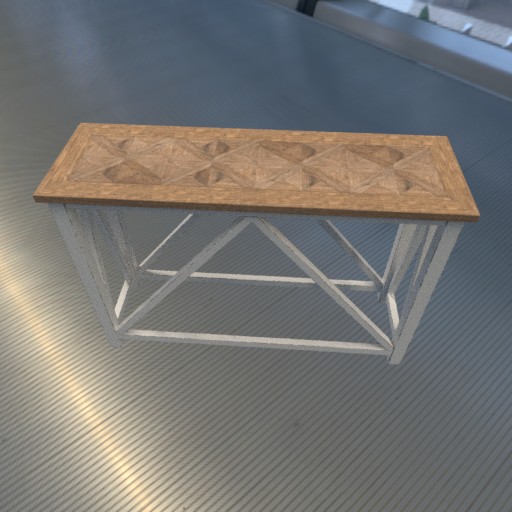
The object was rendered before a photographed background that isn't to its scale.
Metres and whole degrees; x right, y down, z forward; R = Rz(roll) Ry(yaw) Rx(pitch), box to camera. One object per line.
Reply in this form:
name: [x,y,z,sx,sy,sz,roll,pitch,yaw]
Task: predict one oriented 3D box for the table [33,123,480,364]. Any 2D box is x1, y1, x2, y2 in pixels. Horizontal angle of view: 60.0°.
table: [0.000,0.000,1.872,1.400,0.930,0.450,3,46,3]
